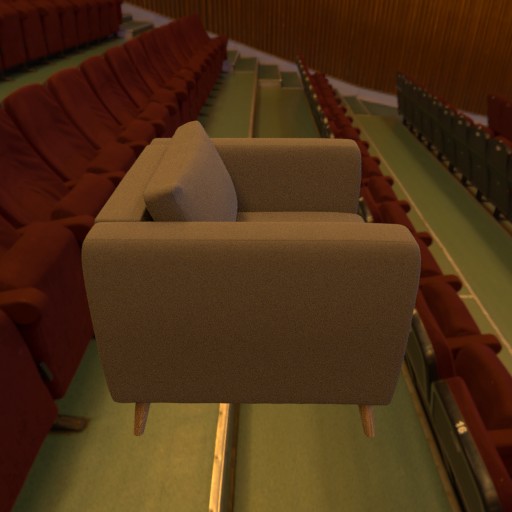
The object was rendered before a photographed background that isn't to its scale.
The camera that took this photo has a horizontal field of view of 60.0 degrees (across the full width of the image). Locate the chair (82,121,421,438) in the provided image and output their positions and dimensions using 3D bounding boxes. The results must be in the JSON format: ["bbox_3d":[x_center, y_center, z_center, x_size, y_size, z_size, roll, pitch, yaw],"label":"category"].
[{"bbox_3d":[0.000,0.000,1.697,0.930,0.860,1.000,0,31,0],"label":"chair"}]
